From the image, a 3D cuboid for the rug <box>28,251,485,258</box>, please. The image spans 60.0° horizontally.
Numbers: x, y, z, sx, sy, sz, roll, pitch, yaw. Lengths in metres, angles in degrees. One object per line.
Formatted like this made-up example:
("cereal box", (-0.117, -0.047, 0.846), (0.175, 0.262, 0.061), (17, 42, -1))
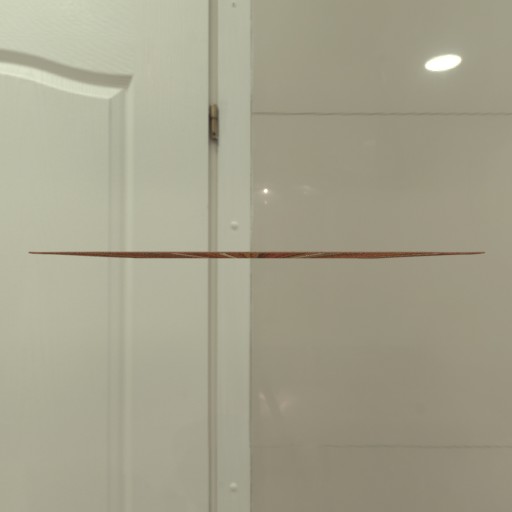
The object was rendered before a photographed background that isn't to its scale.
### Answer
("rug", (0.000, 0.000, 4.206), (3.092, 0.023, 2.479), (0, -1, -1))
